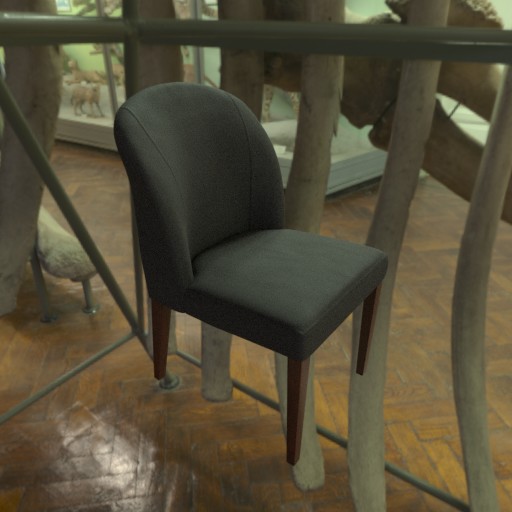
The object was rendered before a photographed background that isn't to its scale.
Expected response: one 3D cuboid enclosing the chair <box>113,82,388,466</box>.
[{"bbox_3d":[0.000,0.000,1.258,0.619,0.879,0.506,19,34,32],"label":"chair"}]
